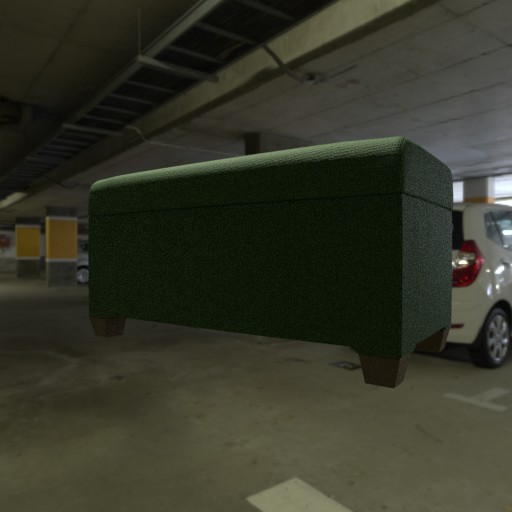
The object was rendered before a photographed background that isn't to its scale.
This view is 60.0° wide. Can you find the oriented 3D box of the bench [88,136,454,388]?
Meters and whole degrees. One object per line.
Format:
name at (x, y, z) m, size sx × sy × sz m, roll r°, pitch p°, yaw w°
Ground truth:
bench at (0.000, 0.000, 1.285) m, size 0.989 × 0.501 × 0.505 m, roll 0°, pitch 1°, yaw 35°
